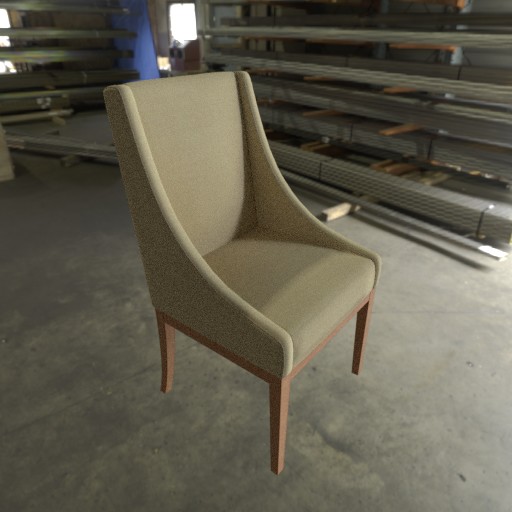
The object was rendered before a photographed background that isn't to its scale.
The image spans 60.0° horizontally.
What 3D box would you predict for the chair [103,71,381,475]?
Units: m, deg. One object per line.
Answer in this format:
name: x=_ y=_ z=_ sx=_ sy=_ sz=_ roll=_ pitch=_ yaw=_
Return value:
chair: x=0.000 y=0.000 z=1.392 sx=0.611 sy=1.021 sz=0.575 roll=19 pitch=33 yaw=33
